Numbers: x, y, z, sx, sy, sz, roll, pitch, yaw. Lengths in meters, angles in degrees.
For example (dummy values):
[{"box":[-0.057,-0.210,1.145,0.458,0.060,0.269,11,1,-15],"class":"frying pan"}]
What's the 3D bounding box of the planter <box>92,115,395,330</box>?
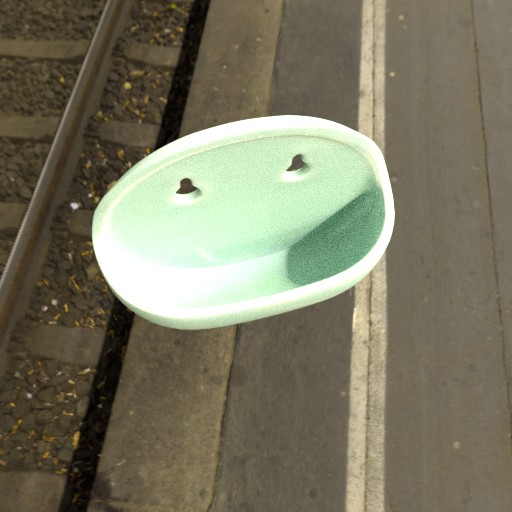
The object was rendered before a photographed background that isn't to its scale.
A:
[{"box":[0.000,0.000,0.275,0.189,0.164,0.073,-13,66,-6],"class":"planter"}]
